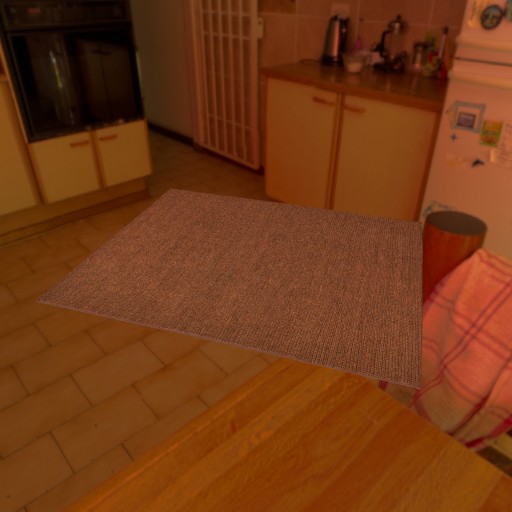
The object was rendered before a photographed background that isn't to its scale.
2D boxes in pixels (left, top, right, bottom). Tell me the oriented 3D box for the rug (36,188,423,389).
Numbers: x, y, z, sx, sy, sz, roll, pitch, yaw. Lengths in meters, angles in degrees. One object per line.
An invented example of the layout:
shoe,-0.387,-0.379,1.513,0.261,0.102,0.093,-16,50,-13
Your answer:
rug,0.000,0.000,4.279,3.068,0.021,2.456,10,33,15
